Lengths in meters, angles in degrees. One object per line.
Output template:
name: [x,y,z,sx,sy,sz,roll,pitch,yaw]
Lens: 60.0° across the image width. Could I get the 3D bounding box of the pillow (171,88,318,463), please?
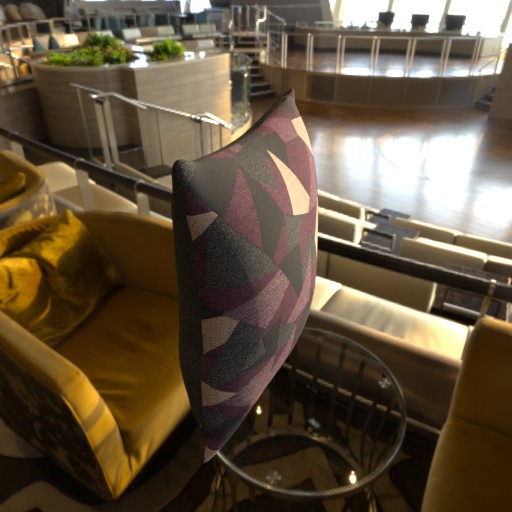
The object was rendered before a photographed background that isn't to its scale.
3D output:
pillow: [0.000,0.000,0.784,0.208,0.496,0.503,10,32,16]
